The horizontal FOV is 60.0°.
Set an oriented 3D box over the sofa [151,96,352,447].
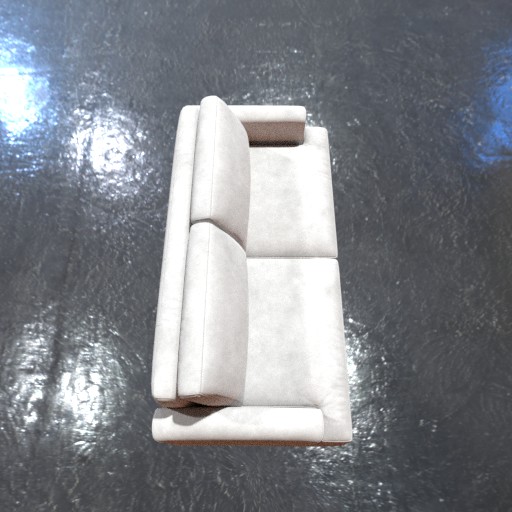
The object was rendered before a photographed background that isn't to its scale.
[{"bbox_3d":[0.000,0.000,2.554,0.980,0.830,2.013,0,64,0],"label":"sofa"}]
